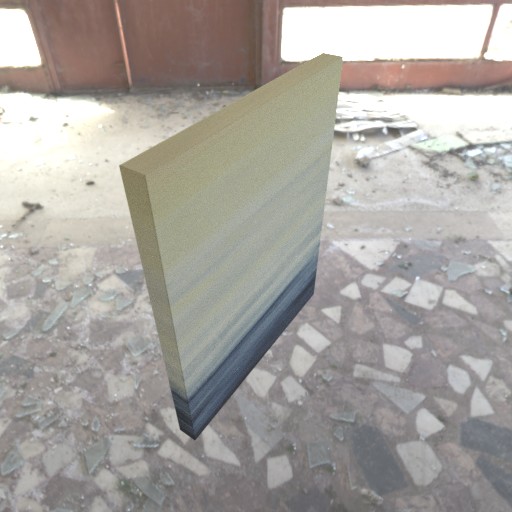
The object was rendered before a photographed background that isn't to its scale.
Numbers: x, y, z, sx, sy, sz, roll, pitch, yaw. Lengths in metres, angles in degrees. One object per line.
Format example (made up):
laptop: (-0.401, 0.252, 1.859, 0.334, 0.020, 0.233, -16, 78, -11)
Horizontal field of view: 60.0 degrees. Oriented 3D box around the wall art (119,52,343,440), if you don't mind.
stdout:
wall art: (0.000, 0.000, 0.845, 0.040, 0.608, 0.489, 24, 47, 25)
